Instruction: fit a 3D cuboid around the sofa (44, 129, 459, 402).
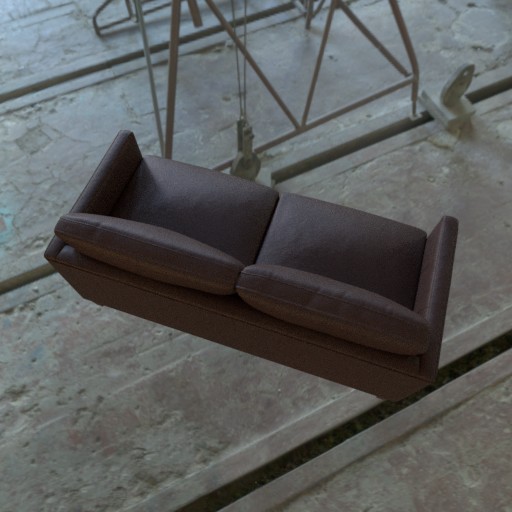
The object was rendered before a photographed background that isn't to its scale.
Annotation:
[{"bbox_3d":[0.000,0.000,2.477,1.971,0.863,0.923,17,64,8],"label":"sofa"}]
